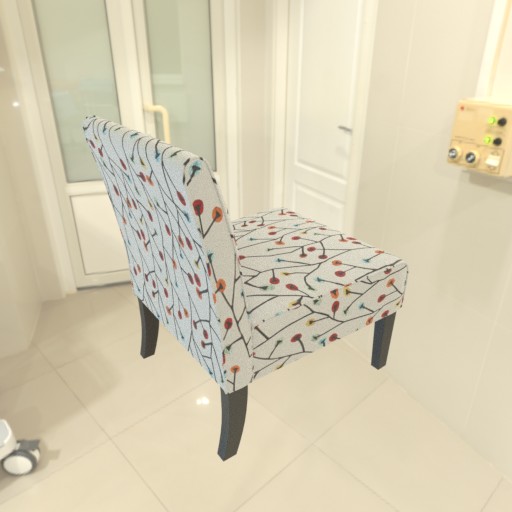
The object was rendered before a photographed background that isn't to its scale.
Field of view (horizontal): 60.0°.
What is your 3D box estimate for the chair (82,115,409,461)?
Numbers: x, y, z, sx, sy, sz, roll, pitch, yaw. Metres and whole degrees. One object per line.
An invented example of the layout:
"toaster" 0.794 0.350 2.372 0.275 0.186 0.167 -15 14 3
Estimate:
"chair" 0.000 0.000 1.336 0.732 0.813 0.597 -18 32 -32
